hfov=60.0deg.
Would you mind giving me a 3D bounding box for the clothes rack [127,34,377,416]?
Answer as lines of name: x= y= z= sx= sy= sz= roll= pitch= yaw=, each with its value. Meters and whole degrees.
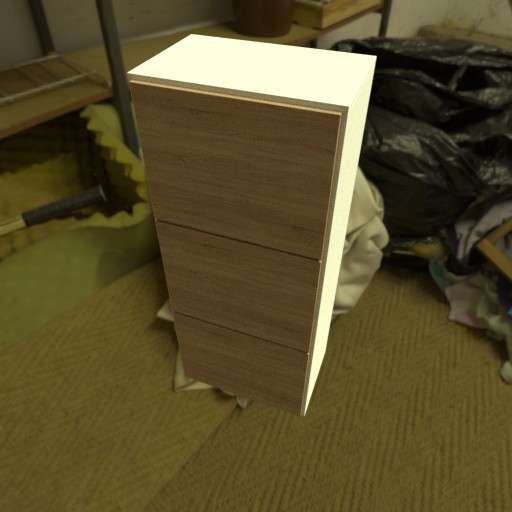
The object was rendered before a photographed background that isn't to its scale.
clothes rack: x=0.000 y=0.000 z=1.420 sx=0.500 sy=1.187 sz=0.331 roll=14 pitch=44 yaw=16
